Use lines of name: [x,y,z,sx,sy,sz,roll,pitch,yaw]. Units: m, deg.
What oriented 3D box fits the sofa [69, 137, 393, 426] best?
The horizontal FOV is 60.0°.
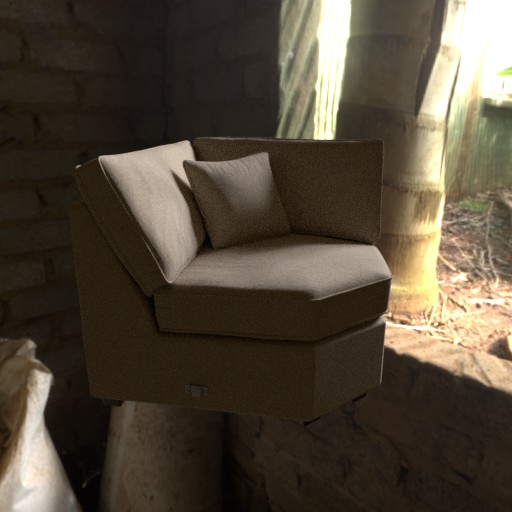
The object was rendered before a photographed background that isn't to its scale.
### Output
sofa: [0.000,0.000,1.832,1.042,0.937,1.050,3,16,10]
